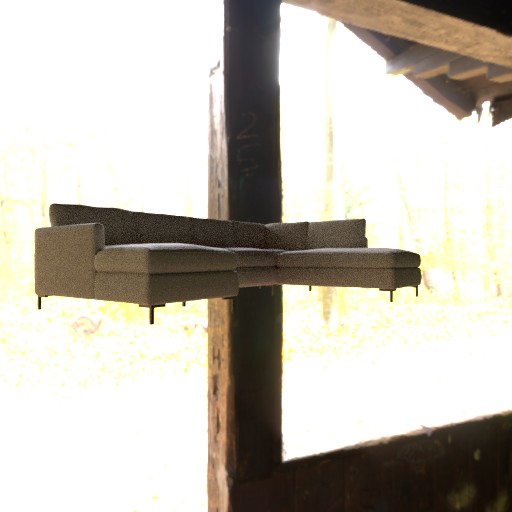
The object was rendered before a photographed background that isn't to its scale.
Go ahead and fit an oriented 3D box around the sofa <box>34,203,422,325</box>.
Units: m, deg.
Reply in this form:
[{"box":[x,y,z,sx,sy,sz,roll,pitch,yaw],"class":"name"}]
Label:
[{"box":[0.000,0.000,3.605,1.879,0.756,2.737,0,0,36],"class":"sofa"}]
